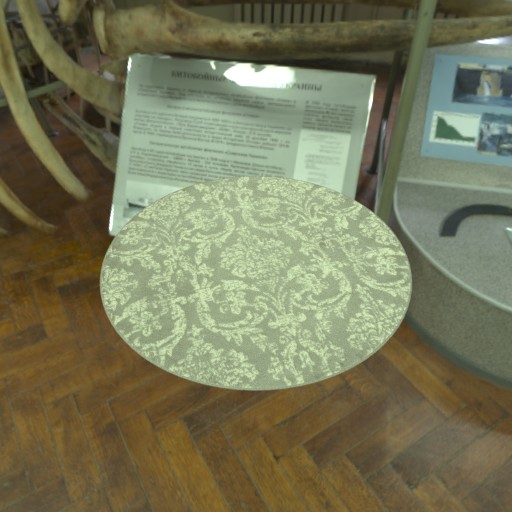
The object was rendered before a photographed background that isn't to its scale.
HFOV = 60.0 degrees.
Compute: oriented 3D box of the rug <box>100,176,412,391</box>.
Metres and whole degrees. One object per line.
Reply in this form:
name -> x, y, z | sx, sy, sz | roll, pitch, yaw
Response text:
rug -> 0.000, 0.000, 2.338 | 1.593, 0.012, 1.593 | 0, 42, 0
